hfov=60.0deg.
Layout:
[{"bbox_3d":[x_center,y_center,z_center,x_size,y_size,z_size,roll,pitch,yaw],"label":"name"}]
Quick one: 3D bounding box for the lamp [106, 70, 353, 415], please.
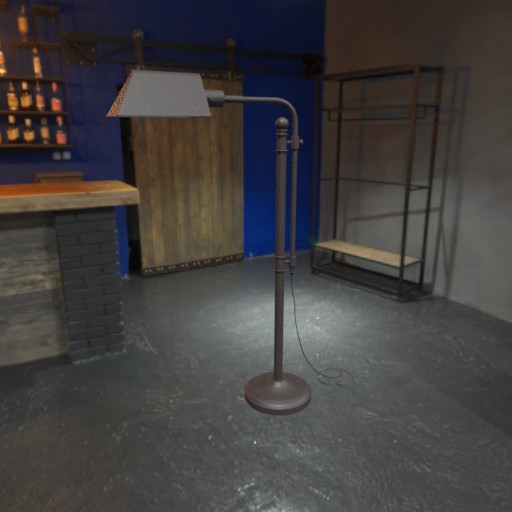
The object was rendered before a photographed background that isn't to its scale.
[{"bbox_3d":[0.000,0.000,0.941,0.545,0.708,0.159,-8,17,-25],"label":"lamp"}]
